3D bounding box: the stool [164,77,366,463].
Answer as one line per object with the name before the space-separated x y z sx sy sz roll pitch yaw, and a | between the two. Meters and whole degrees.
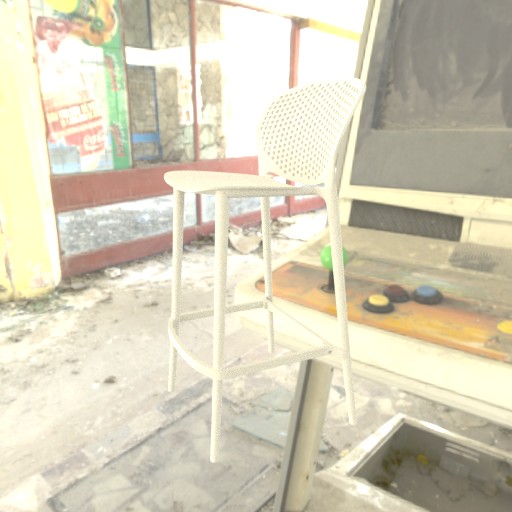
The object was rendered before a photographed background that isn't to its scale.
stool | 0.000 0.000 1.376 0.535 1.045 0.536 -9 20 -27
